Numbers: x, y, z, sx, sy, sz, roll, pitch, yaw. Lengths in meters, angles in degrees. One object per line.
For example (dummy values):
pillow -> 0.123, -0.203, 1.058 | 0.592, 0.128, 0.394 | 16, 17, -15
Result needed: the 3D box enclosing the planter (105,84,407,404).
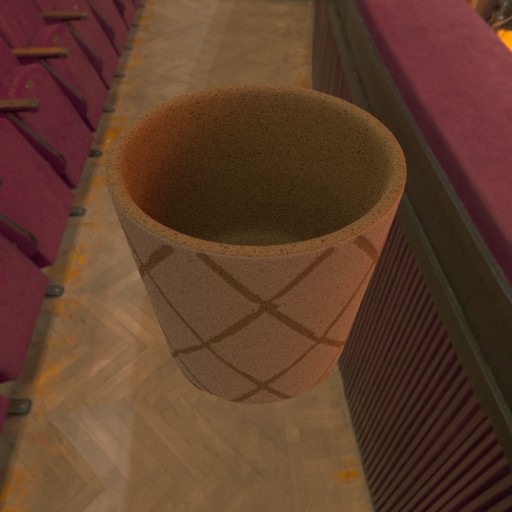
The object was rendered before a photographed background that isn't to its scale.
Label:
planter -> 0.000, 0.000, 0.358 | 0.191, 0.199, 0.191 | 0, 46, 0
